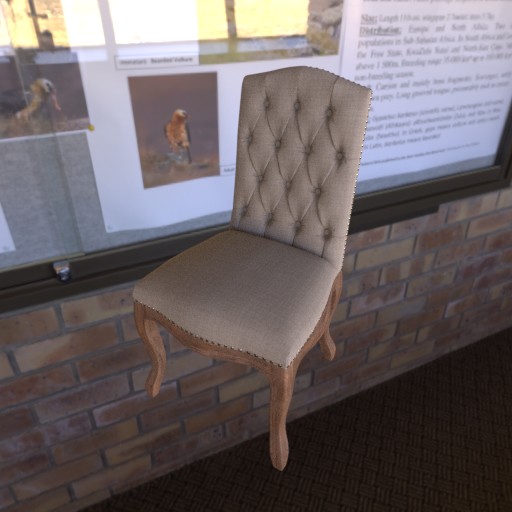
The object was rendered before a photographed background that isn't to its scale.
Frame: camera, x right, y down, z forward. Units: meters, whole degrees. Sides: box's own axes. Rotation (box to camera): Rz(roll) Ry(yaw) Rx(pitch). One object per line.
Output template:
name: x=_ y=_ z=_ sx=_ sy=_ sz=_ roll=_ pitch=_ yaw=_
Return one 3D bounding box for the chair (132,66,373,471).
chair: x=0.000 y=0.000 z=1.596 sx=0.637 sy=1.191 sz=0.731 roll=18 pitch=36 yaw=27
